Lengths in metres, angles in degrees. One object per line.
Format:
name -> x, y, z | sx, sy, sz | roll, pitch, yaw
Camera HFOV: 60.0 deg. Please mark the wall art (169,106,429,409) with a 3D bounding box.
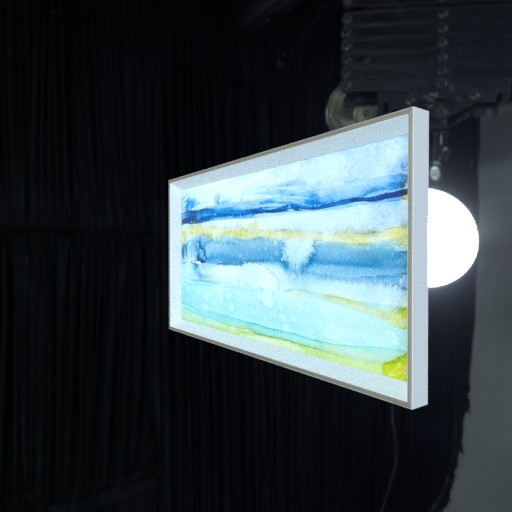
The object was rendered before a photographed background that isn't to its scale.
wall art -> 0.000, 0.000, 0.969 | 0.038, 0.431, 0.812 | 0, 1, -36
